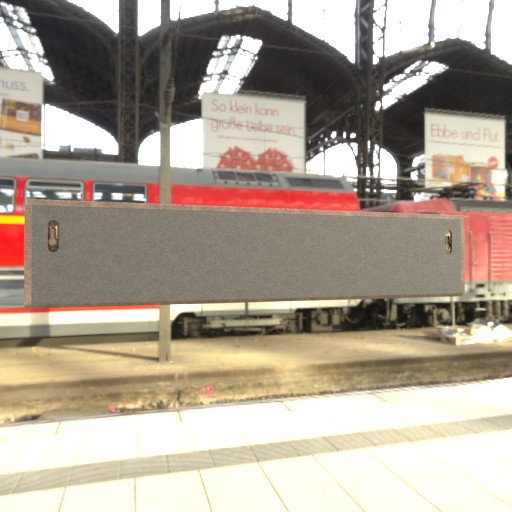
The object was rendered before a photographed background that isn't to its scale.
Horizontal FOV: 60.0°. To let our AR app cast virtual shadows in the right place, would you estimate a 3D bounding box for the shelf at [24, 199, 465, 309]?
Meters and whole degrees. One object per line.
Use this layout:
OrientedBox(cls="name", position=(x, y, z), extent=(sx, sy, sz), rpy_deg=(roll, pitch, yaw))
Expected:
OrientedBox(cls="shelf", position=(0.000, 0.000, 0.686), extent=(0.610, 0.125, 0.200), rpy_deg=(0, -1, -17))
